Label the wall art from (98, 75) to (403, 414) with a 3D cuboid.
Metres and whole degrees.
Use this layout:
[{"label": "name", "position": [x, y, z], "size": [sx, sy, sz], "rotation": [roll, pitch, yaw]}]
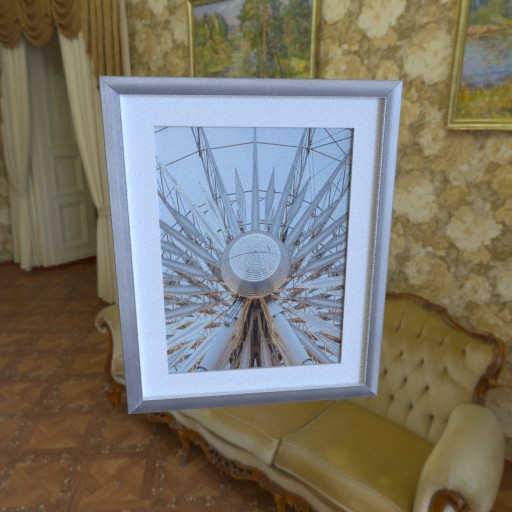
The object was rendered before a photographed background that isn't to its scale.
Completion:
[{"label": "wall art", "position": [0.000, 0.000, 0.747], "size": [0.458, 0.558, 0.029], "rotation": [-2, 15, -7]}]
